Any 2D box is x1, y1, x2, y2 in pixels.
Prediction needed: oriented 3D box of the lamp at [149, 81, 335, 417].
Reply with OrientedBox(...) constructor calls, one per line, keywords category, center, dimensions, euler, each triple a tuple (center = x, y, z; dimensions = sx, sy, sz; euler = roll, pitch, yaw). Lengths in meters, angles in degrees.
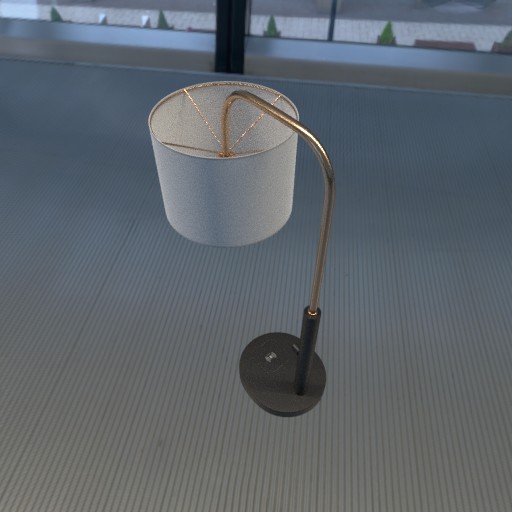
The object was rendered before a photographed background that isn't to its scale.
OrientedBox(category="lamp", center=(0.000, 0.000, 0.712), dimensions=(0.199, 0.540, 0.337), euler=(-30, 53, -25))
